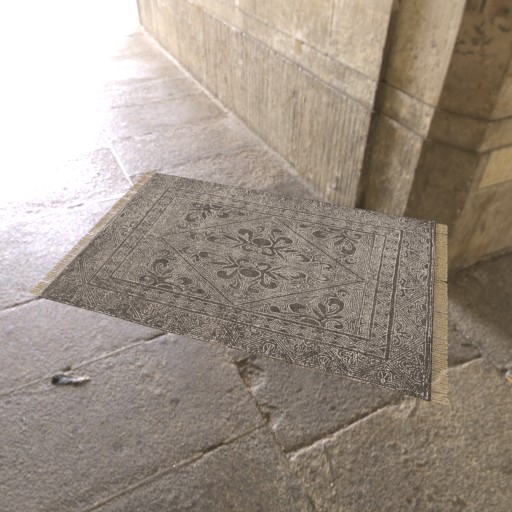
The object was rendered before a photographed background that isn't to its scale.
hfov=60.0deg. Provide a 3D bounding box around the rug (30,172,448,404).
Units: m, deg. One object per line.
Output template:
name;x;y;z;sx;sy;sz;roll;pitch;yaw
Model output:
rug;0.000;0.000;2.969;2.440;0.010;1.529;12;43;13
